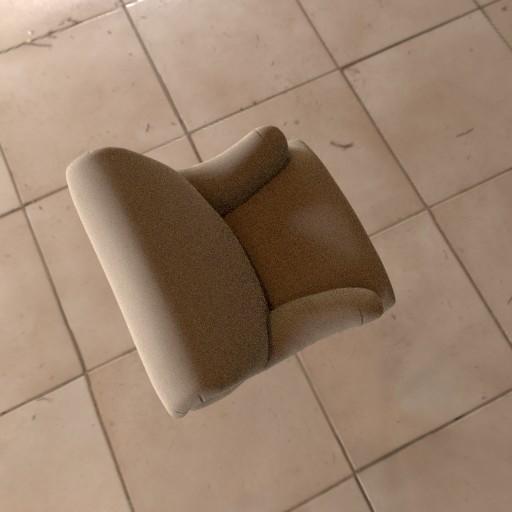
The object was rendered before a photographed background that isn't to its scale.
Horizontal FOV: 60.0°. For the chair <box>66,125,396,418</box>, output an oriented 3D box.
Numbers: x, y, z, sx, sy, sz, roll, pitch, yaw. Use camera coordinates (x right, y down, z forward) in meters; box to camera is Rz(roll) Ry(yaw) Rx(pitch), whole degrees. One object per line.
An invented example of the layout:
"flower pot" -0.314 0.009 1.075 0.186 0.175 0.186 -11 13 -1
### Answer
"chair" 0.000 0.000 1.566 0.842 0.942 0.766 -26 77 -7
